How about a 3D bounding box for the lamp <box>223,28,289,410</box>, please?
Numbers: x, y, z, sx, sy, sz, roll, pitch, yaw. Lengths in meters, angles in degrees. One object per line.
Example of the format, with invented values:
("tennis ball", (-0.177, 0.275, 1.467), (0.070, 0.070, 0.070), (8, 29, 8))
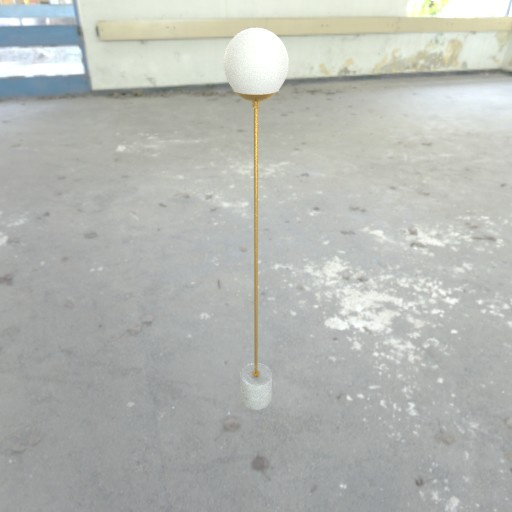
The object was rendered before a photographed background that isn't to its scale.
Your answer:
("lamp", (0.000, 0.000, 1.912), (0.224, 1.753, 0.224), (-8, 32, -14))
